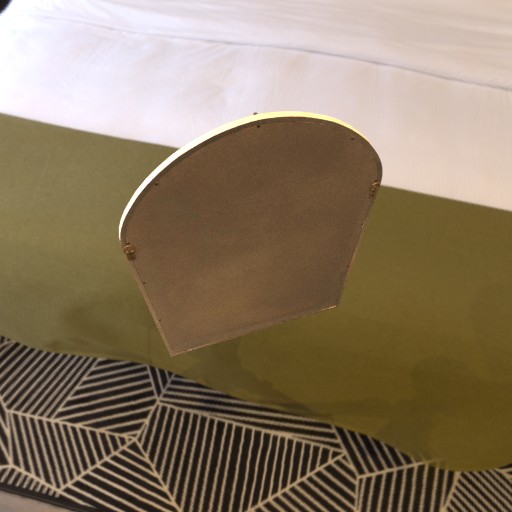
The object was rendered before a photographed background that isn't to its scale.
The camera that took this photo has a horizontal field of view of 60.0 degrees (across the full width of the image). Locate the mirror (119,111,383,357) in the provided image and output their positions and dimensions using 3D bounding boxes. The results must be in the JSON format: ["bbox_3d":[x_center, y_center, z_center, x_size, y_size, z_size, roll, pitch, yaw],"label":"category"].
[{"bbox_3d":[0.000,0.000,1.163,0.609,0.915,0.032,-15,58,-10],"label":"mirror"}]
